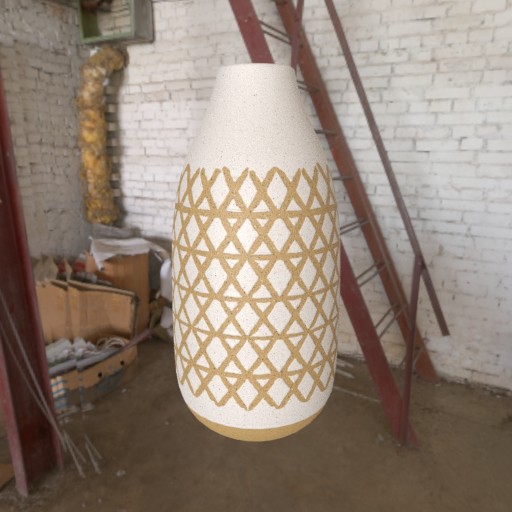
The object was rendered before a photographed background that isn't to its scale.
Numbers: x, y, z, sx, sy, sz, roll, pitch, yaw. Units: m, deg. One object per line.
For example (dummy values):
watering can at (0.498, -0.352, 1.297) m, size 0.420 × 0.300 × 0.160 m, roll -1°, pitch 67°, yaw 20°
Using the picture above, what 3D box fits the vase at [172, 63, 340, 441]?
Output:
vase at (0.000, 0.000, 0.485) m, size 0.186 × 0.380 × 0.186 m, roll 0°, pitch 15°, yaw 0°
